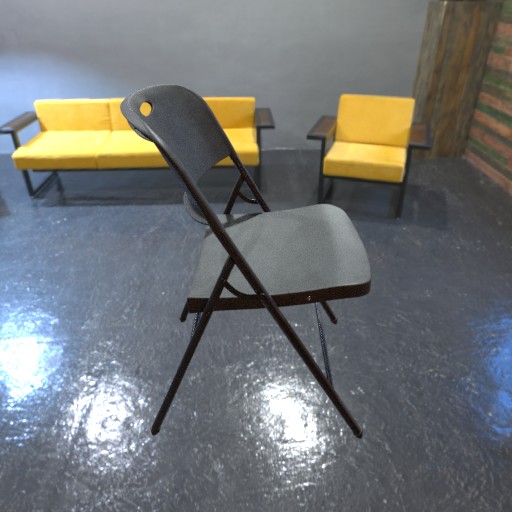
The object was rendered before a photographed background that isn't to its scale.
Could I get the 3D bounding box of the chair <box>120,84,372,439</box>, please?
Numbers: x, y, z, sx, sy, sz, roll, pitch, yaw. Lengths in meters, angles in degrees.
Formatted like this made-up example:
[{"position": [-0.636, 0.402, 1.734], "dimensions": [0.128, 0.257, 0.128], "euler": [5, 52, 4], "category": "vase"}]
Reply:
[{"position": [0.000, 0.000, 1.158], "dimensions": [0.566, 0.810, 0.494], "euler": [0, 31, 1], "category": "chair"}]
